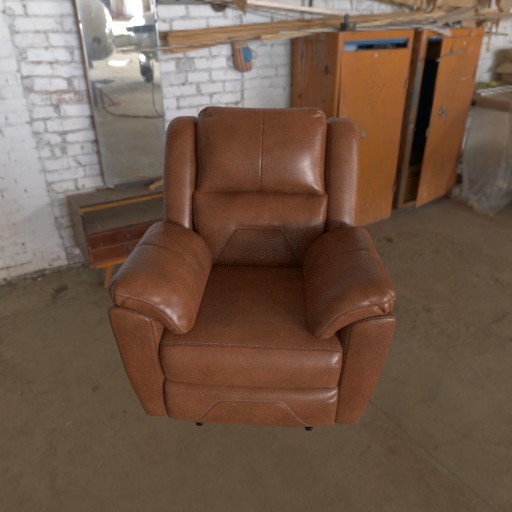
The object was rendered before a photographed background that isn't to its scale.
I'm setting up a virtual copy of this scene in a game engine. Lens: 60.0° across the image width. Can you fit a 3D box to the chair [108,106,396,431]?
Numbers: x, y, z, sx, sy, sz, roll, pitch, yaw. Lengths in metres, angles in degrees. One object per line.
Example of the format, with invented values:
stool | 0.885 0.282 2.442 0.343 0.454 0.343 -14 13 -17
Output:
chair | 0.000 0.000 1.909 0.990 1.093 1.041 1 29 3
